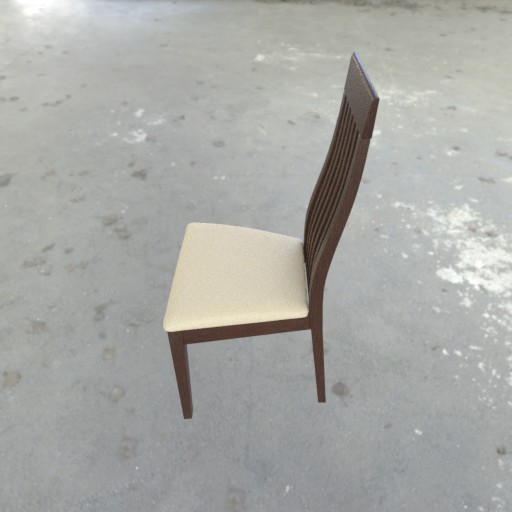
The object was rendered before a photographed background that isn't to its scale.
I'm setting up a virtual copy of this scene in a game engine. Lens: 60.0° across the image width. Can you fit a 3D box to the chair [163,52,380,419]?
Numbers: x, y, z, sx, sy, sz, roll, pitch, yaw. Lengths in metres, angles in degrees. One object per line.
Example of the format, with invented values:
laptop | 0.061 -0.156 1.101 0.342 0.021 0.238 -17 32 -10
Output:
chair | 0.000 0.000 1.270 0.474 1.027 0.460 1 40 1
